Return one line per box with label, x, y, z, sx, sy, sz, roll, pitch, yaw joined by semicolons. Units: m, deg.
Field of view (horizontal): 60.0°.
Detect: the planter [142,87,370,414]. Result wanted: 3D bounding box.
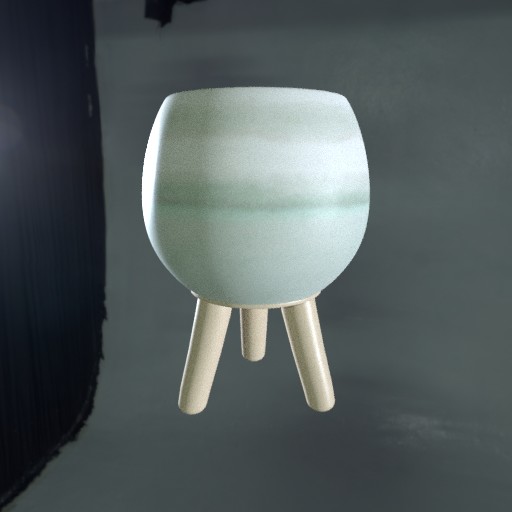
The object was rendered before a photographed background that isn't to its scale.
planter;0.000;0.000;0.334;0.161;0.224;0.161;0;13;0
